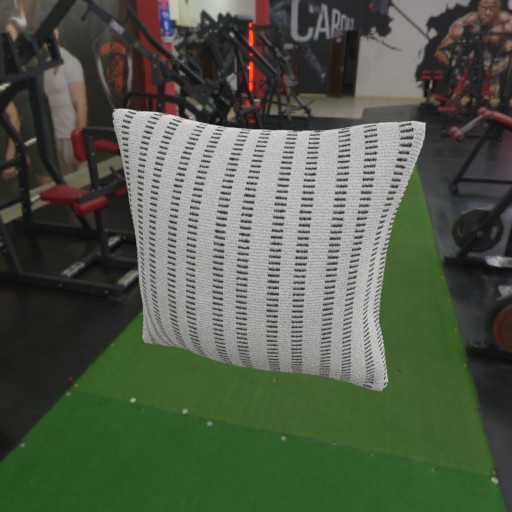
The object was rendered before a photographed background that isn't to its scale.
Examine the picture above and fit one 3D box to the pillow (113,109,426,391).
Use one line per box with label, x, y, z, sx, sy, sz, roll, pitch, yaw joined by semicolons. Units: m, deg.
pillow;0.000;0.000;0.678;0.438;0.419;0.247;8;27;15
